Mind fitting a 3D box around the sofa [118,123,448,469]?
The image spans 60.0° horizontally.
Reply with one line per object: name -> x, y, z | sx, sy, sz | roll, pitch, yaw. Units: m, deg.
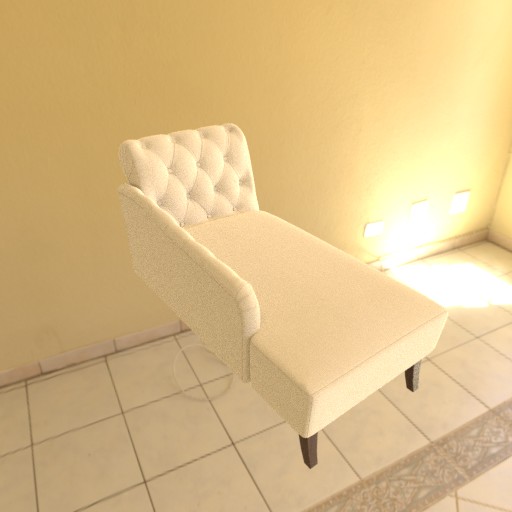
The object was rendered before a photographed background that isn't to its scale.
sofa -> 0.000, 0.000, 1.838 | 0.675, 0.787, 1.379 | -20, 35, -32
